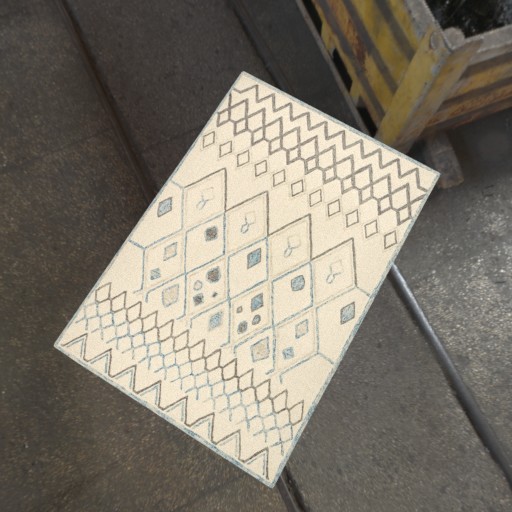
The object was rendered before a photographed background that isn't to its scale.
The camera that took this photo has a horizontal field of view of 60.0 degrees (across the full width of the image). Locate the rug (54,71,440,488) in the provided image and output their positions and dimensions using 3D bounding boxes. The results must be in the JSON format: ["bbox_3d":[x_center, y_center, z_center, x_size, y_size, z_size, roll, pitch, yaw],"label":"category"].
[{"bbox_3d":[0.000,0.000,2.304,1.260,0.009,1.820,30,78,7],"label":"rug"}]
